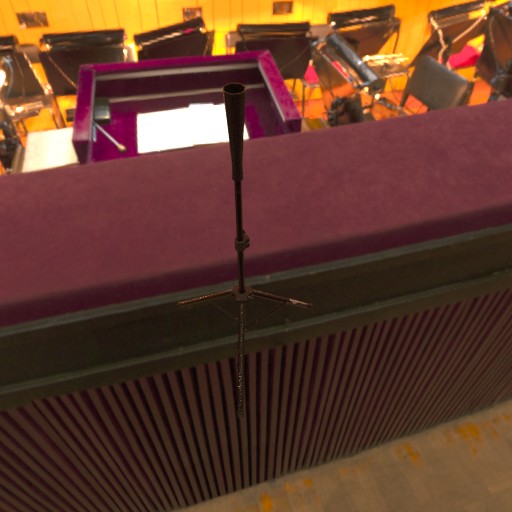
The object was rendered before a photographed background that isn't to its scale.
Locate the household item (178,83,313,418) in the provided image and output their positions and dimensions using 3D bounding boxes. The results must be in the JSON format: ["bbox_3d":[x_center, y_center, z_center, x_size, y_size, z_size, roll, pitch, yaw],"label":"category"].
[{"bbox_3d":[0.000,0.000,1.384,0.559,1.067,0.559,-10,48,-9],"label":"household item"}]
